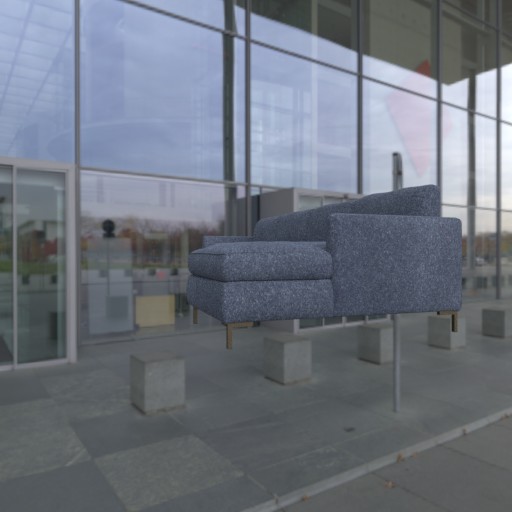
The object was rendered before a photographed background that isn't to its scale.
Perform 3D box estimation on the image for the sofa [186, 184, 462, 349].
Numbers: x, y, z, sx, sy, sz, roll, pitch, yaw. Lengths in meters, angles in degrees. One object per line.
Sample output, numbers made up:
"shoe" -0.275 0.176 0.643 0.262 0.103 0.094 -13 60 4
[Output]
"sofa" 0.000 0.000 3.499 1.350 0.810 2.932 0 0 -19
